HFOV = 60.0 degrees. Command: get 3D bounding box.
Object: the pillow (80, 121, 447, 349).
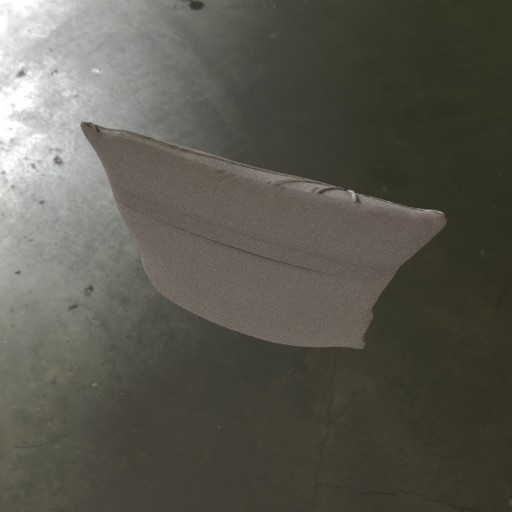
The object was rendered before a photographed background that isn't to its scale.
[{"bbox_3d":[0.000,0.000,0.679,0.439,0.440,0.185,17,64,9],"label":"pillow"}]
